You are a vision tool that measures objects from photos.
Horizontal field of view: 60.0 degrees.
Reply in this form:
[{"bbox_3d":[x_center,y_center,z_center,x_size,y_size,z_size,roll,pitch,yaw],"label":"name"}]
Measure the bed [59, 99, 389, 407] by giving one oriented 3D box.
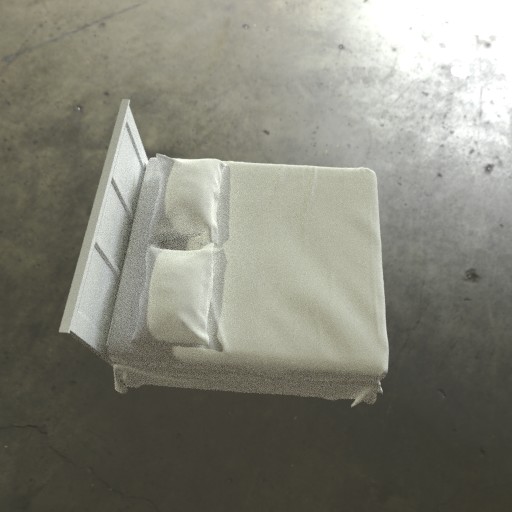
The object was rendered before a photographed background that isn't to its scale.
[{"bbox_3d":[0.000,0.000,3.222,2.047,1.269,1.876,4,64,2],"label":"bed"}]
